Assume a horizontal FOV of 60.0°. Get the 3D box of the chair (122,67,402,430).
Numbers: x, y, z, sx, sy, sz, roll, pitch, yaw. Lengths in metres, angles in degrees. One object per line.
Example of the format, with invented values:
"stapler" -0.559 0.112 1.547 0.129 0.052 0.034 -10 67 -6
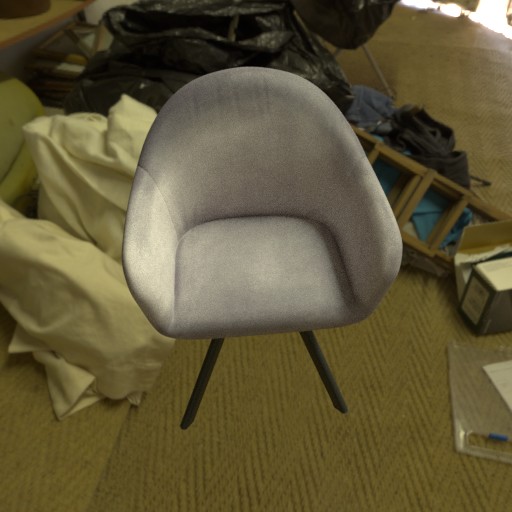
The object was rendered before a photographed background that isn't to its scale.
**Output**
"chair" 0.000 0.000 1.153 0.570 0.780 0.540 -4 46 -4
